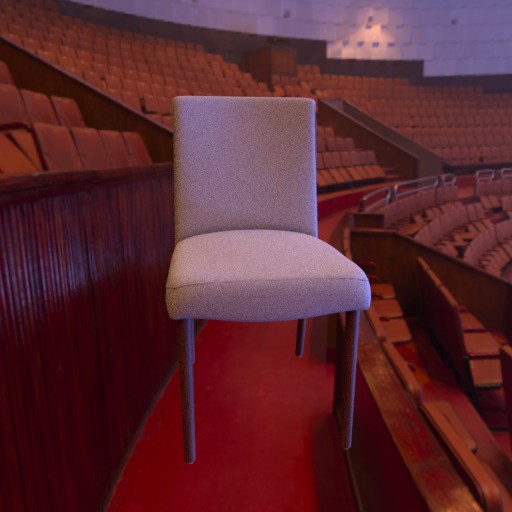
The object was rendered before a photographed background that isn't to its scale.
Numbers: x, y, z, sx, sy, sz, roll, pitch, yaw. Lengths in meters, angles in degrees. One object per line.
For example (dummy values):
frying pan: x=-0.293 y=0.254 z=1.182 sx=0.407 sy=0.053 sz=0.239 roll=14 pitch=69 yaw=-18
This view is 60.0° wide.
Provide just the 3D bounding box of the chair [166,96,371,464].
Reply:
chair: x=0.000 y=0.000 z=1.181 sx=0.456 sy=0.859 sz=0.570 roll=-2 pitch=14 yaw=-8
